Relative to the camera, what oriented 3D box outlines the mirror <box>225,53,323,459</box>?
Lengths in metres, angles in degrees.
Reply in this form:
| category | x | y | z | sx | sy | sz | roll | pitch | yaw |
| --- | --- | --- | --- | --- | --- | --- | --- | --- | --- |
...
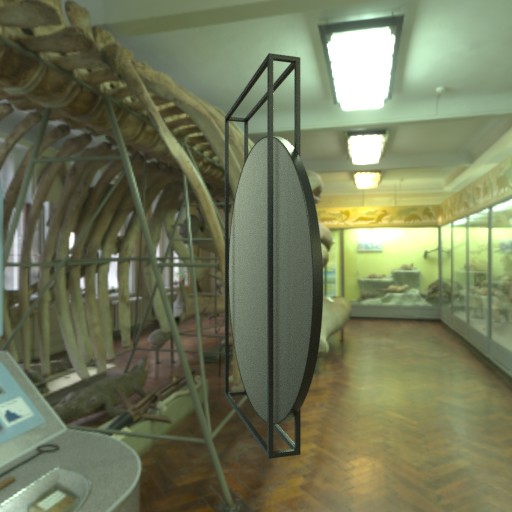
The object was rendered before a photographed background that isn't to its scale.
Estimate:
| category | x | y | z | sx | sy | sz | roll | pitch | yaw |
| --- | --- | --- | --- | --- | --- | --- | --- | --- | --- |
| mirror | 0.000 | 0.000 | 0.817 | 0.051 | 0.603 | 0.508 | 0 | 0 | -16 |
